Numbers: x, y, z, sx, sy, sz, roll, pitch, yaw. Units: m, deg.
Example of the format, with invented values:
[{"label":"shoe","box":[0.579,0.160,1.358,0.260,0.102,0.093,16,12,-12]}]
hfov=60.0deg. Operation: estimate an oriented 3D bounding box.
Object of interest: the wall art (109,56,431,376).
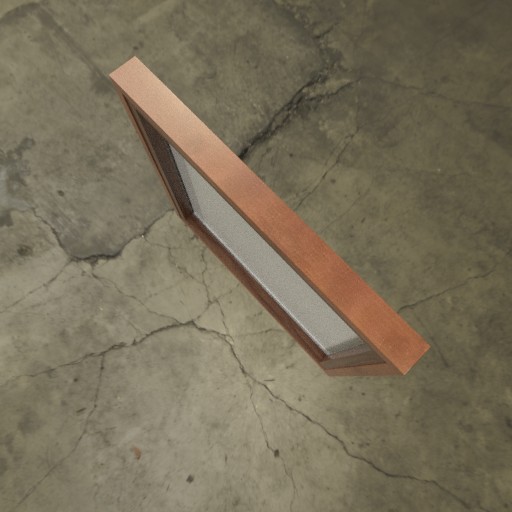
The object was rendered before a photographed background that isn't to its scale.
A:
[{"label":"wall art","box":[0.000,0.000,0.609,0.035,0.403,0.403,-42,79,-10]}]
